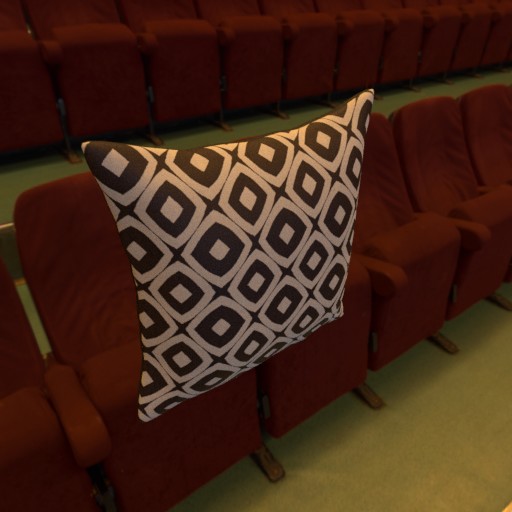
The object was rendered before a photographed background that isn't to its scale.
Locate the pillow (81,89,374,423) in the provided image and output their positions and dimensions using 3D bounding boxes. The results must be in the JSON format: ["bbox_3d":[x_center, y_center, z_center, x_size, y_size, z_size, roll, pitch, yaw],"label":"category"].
[{"bbox_3d":[0.000,0.000,0.767,0.504,0.494,0.188,-21,37,-31],"label":"pillow"}]
